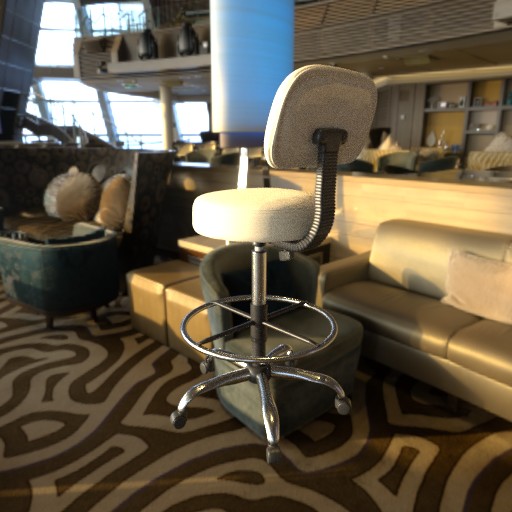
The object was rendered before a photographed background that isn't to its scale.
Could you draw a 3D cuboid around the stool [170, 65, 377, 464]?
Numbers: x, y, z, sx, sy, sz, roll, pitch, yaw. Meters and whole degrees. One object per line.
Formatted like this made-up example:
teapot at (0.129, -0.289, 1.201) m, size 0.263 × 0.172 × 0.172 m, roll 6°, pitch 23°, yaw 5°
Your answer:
stool at (0.000, 0.000, 1.439) m, size 0.609 × 1.080 × 0.616 m, roll -14°, pitch 21°, yaw -42°
